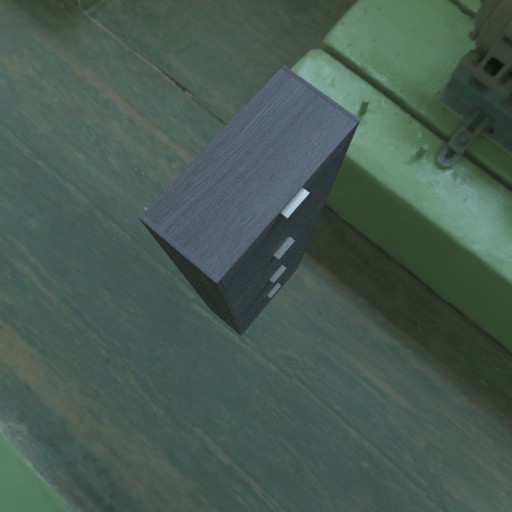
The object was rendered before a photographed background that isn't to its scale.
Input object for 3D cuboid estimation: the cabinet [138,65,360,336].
[{"bbox_3d":[0.000,0.000,1.816,0.255,1.630,0.520,39,79,9],"label":"cabinet"}]
